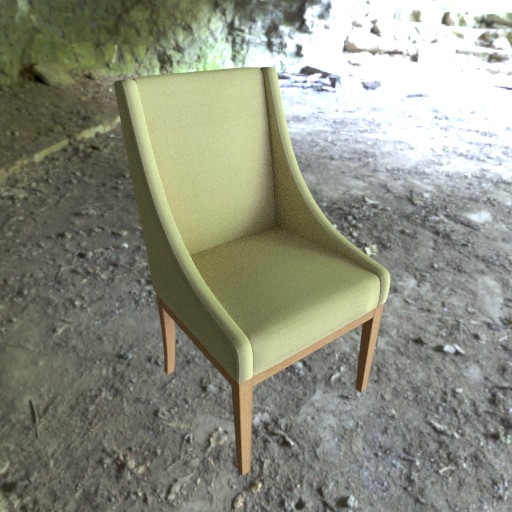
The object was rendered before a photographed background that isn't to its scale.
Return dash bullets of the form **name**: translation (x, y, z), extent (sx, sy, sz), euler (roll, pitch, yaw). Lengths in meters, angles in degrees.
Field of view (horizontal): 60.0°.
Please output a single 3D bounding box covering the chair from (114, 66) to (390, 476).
- **chair**: translation (0.000, 0.000, 1.381), extent (0.575, 1.021, 0.611), euler (-21, 35, -32)
